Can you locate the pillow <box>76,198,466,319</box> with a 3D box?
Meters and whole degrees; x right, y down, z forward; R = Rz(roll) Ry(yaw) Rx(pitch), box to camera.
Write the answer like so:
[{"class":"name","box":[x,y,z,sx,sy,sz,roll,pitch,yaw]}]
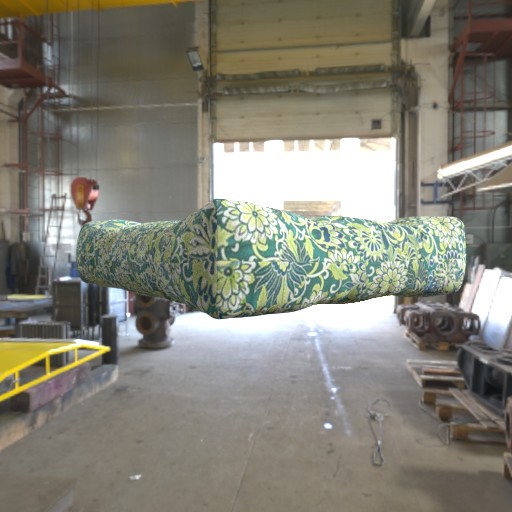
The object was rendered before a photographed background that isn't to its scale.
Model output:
[{"class":"pillow","box":[0.000,0.000,0.731,0.468,0.128,0.490,-1,1,-37]}]
